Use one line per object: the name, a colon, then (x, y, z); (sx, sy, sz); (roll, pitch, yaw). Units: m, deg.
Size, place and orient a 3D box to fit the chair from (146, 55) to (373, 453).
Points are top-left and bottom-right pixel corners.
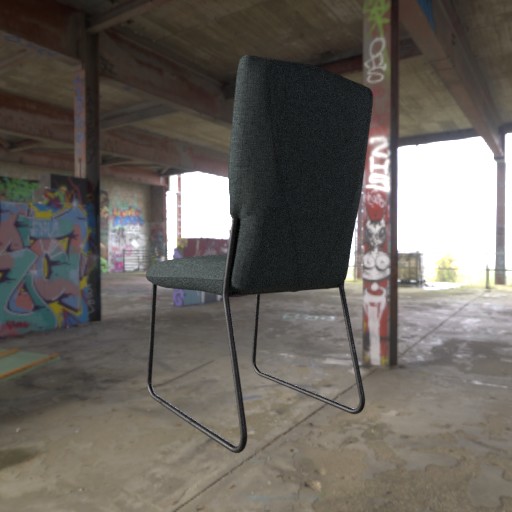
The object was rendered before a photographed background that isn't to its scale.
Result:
chair: (0.000, 0.000, 1.334); (0.480, 0.931, 0.635); (-1, 2, -36)
